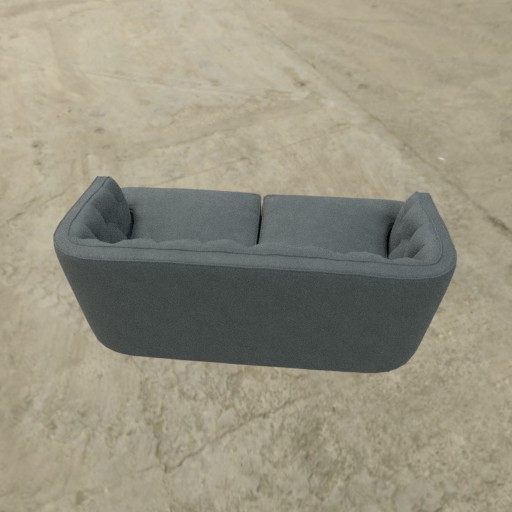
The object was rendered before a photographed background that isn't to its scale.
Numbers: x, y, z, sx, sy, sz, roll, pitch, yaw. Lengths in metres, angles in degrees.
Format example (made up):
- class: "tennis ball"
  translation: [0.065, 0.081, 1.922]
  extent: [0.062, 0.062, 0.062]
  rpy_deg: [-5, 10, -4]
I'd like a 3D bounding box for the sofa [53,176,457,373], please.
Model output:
- class: "sofa"
  translation: [0.000, 0.000, 2.289]
  extent: [1.733, 0.855, 0.941]
  rpy_deg: [3, 47, 3]
